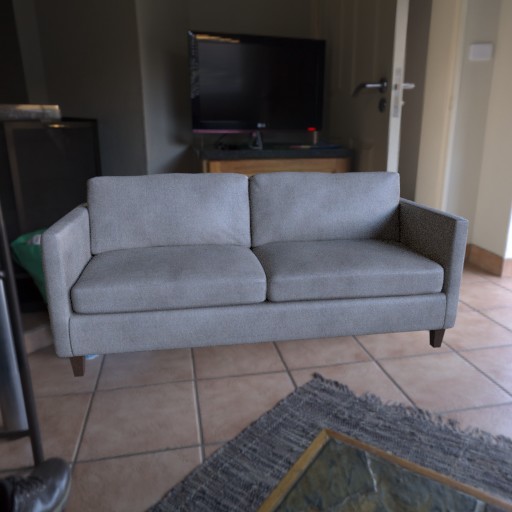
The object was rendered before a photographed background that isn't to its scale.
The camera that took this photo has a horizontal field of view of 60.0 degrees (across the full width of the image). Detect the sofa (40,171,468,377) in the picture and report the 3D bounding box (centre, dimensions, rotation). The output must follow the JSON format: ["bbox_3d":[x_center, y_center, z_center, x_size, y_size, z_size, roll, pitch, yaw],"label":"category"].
[{"bbox_3d":[0.000,0.000,2.708,2.208,0.965,0.951,-3,16,-9],"label":"sofa"}]
